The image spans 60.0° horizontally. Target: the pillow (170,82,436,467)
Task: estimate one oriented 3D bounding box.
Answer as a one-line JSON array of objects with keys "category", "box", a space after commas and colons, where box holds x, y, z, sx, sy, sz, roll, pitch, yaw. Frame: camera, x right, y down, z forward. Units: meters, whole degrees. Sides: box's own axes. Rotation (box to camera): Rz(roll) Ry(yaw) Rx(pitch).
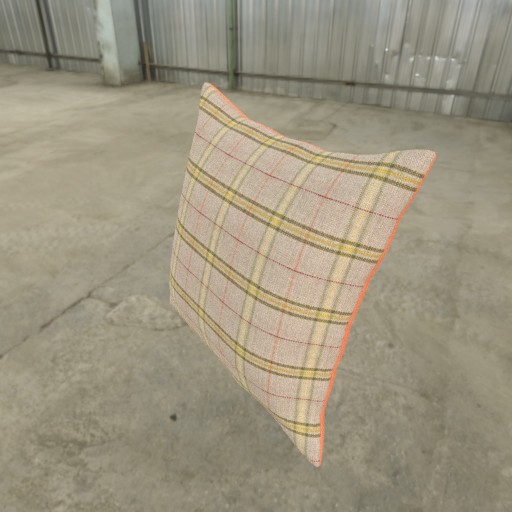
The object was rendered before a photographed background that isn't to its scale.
[{"category": "pillow", "box": [0.000, 0.000, 0.681, 0.200, 0.430, 0.453, -21, 38, -30]}]
